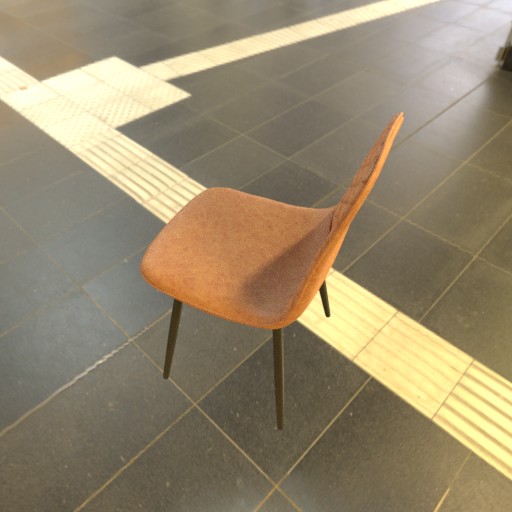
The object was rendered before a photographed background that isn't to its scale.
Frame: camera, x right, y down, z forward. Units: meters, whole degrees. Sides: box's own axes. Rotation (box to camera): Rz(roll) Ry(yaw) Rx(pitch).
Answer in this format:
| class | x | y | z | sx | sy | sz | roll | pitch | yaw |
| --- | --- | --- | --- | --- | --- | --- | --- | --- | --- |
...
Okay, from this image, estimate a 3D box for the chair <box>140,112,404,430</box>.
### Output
| class | x | y | z | sx | sy | sz | roll | pitch | yaw |
| --- | --- | --- | --- | --- | --- | --- | --- | --- | --- |
| chair | 0.000 | 0.000 | 1.202 | 0.561 | 0.889 | 0.472 | 18 | 48 | 17 |
